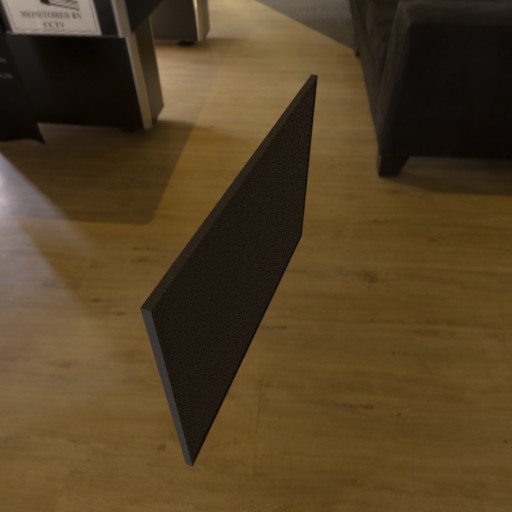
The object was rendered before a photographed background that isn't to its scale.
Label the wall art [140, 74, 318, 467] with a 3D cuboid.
[{"bbox_3d":[0.000,0.000,1.541,0.028,0.805,1.190,15,47,15],"label":"wall art"}]
